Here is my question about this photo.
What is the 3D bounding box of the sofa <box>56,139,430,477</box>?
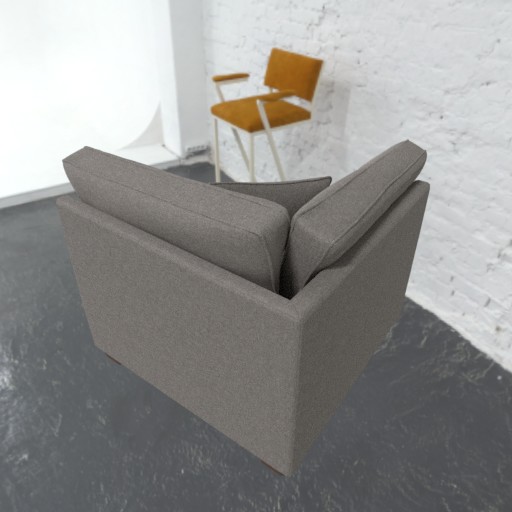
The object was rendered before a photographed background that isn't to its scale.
[{"bbox_3d":[0.000,0.000,1.837,1.042,0.951,1.050,22,39,30],"label":"sofa"}]
